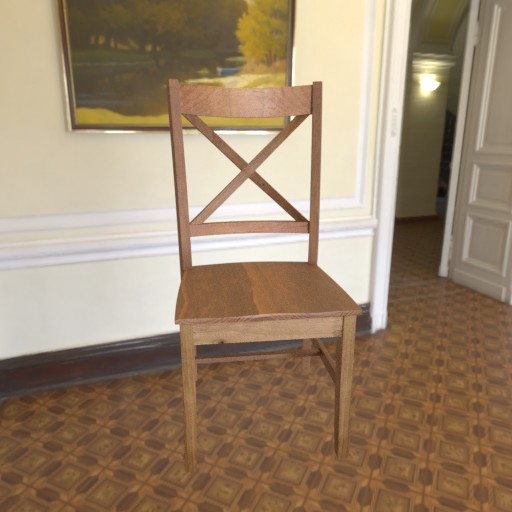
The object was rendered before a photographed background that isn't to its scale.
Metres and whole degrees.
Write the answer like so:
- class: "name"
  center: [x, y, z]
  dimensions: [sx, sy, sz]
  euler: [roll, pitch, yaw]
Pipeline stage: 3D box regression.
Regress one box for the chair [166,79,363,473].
- class: "chair"
  center: [0.000, 0.000, 1.267]
  dimensions: [0.485, 0.983, 0.542]
  euler: [-2, 16, -7]
